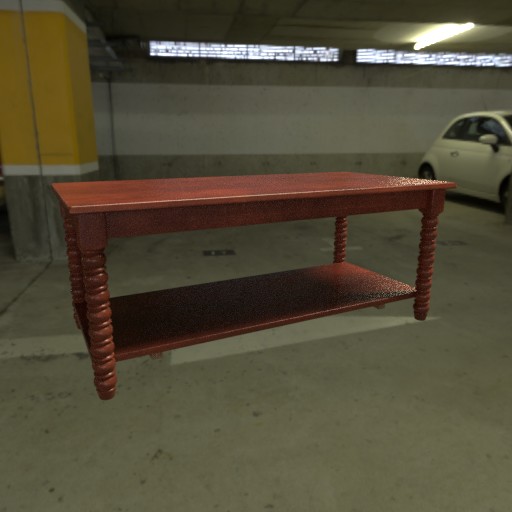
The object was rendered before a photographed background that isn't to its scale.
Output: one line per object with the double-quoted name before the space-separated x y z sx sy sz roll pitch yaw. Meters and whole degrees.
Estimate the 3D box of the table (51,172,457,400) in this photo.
"table" 0.000 0.000 1.480 1.171 0.485 0.580 -7 16 -26
